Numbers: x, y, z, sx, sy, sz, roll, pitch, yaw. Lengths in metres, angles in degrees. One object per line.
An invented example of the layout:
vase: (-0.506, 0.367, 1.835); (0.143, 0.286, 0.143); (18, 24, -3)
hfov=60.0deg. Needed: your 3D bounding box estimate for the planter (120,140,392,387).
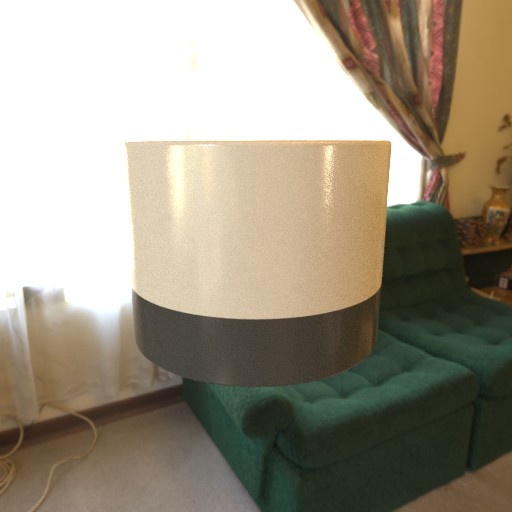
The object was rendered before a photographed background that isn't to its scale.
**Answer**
planter: (0.000, 0.000, 0.350); (0.193, 0.177, 0.193); (0, 15, 0)
